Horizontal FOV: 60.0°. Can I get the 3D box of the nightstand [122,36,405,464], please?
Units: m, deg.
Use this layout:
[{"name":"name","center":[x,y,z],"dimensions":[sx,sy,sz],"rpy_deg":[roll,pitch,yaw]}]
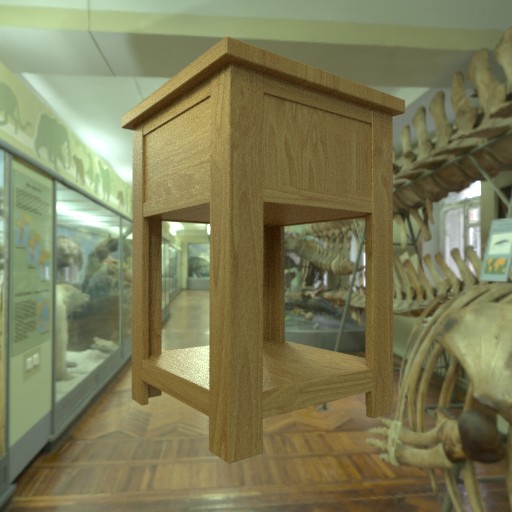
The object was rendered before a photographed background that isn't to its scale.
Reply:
[{"name":"nightstand","center":[0.000,0.000,0.916],"dimensions":[0.418,0.614,0.428],"rpy_deg":[1,-1,-36]}]
